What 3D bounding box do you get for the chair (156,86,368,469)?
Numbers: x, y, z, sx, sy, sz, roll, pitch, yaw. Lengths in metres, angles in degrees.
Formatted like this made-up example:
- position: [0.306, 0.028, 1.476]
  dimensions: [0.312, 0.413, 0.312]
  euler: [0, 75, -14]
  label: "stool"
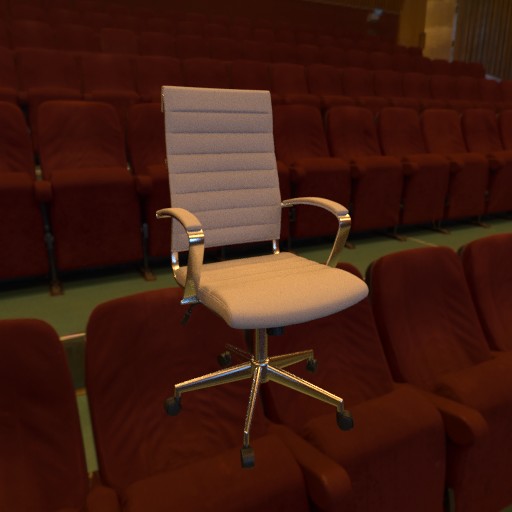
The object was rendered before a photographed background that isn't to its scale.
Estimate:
- position: [0.000, 0.000, 1.554]
  dimensions: [0.679, 1.149, 0.667]
  euler: [-8, 18, -27]
  label: "chair"
